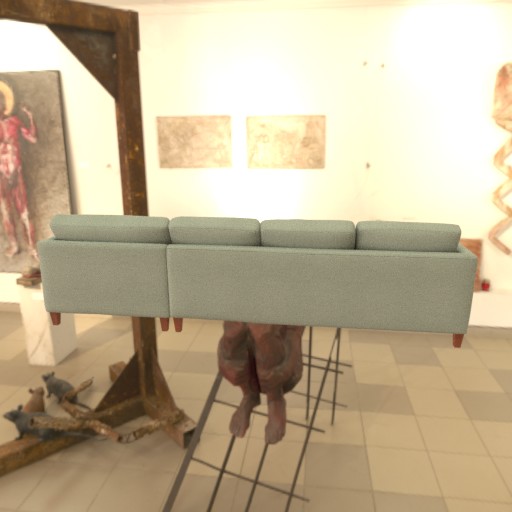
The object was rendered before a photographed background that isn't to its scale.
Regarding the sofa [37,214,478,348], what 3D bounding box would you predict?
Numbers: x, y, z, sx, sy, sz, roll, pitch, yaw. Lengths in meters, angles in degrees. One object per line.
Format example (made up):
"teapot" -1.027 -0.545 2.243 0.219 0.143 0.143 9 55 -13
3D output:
"sofa" 0.000 0.000 4.216 3.471 0.950 1.604 2 15 7
